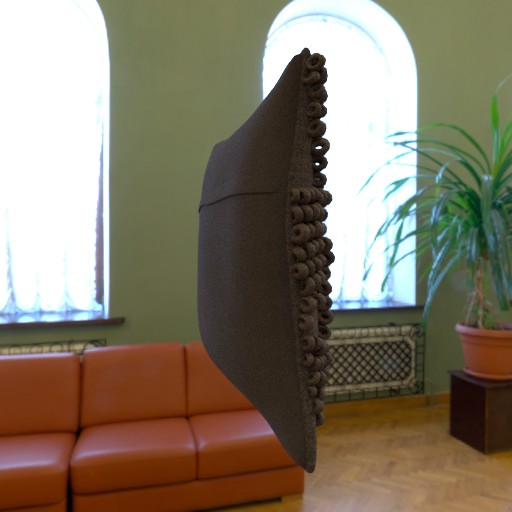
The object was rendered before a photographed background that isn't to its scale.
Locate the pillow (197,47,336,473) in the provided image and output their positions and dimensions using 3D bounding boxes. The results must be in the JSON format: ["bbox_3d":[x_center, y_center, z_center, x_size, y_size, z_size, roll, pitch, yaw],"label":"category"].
[{"bbox_3d":[0.000,0.000,0.702,0.172,0.467,0.470,0,1,-17],"label":"pillow"}]
